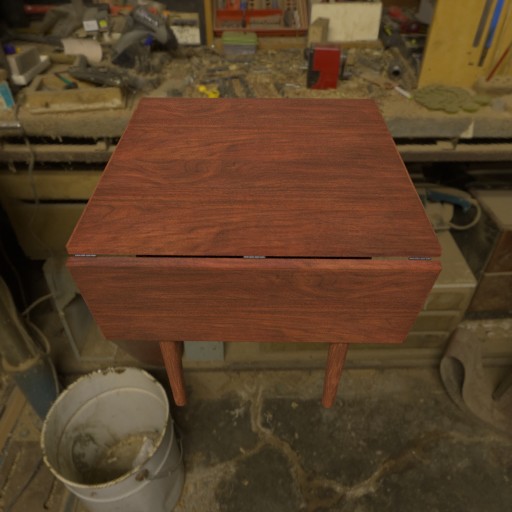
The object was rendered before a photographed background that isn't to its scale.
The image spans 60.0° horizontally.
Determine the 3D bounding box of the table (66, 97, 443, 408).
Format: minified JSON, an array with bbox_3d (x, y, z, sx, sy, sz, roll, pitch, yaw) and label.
[{"bbox_3d":[0.000,0.000,1.497,0.812,0.763,0.843,1,42,1],"label":"table"}]
